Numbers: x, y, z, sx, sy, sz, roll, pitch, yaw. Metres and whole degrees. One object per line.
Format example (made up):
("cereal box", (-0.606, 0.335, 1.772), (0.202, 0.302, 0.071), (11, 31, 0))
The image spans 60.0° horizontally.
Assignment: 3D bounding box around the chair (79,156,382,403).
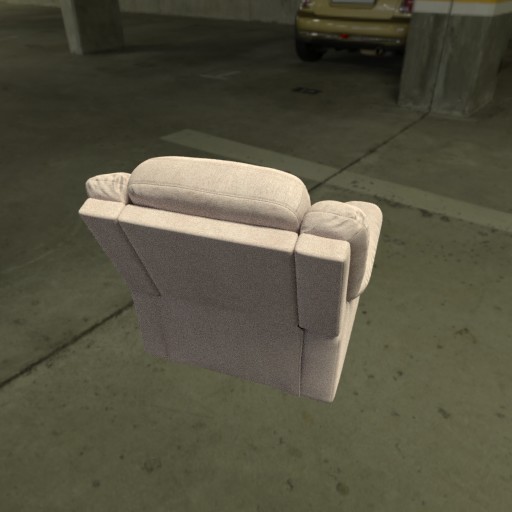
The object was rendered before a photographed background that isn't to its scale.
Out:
("chair", (0.000, 0.000, 1.764), (0.899, 1.008, 0.944), (11, 34, 16))
